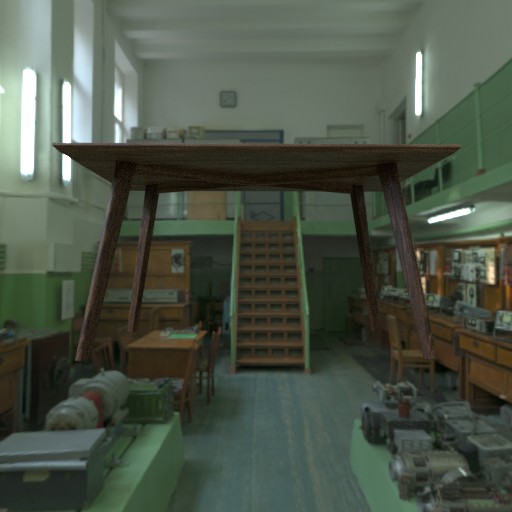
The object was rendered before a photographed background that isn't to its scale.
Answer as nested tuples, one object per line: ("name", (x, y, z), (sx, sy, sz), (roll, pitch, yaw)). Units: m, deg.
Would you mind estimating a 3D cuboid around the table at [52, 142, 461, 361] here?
("table", (0.000, 0.000, 1.852), (1.349, 0.724, 0.801), (0, -1, -1))
